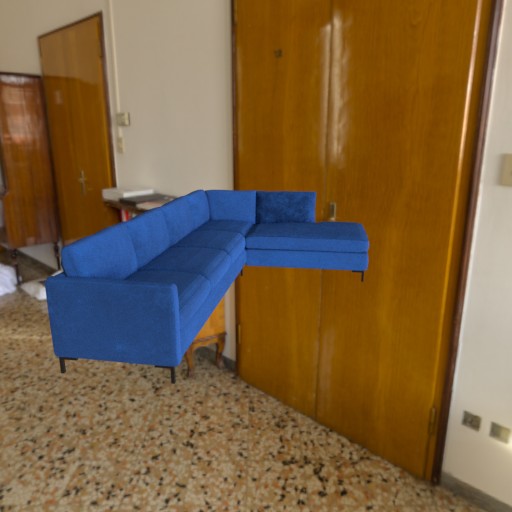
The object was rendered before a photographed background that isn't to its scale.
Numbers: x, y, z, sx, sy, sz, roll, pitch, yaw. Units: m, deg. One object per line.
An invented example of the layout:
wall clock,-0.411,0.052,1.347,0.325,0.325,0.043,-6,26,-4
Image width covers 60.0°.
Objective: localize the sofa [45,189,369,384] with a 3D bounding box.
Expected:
sofa,0.000,0.000,3.229,1.707,0.687,2.486,3,16,9
